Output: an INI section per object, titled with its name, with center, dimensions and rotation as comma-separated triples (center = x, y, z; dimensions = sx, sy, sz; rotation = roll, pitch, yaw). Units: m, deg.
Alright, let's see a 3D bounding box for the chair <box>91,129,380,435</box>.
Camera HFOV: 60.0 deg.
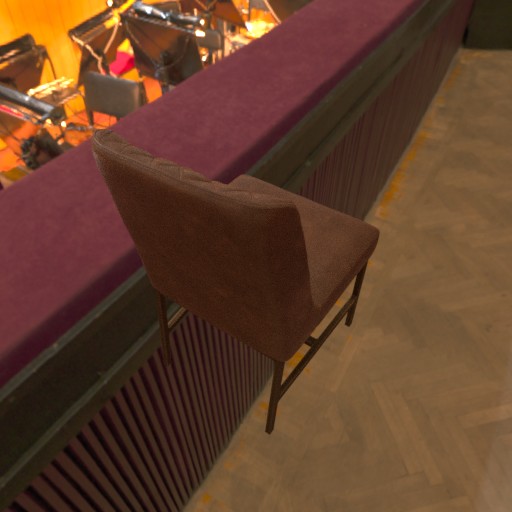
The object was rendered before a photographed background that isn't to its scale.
[chair]
center = 0.000, 0.000, 1.238
dimensions = 0.508, 0.889, 0.587
rotation = 26, 51, 23
